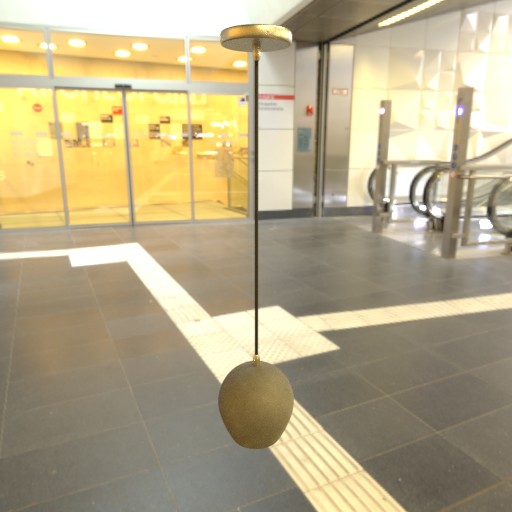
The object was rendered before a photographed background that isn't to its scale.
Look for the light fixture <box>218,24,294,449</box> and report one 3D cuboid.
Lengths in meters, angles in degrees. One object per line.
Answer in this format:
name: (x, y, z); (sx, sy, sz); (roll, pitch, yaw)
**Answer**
light fixture: (0.000, 0.000, 0.826); (0.153, 0.760, 0.153); (14, 20, 43)
